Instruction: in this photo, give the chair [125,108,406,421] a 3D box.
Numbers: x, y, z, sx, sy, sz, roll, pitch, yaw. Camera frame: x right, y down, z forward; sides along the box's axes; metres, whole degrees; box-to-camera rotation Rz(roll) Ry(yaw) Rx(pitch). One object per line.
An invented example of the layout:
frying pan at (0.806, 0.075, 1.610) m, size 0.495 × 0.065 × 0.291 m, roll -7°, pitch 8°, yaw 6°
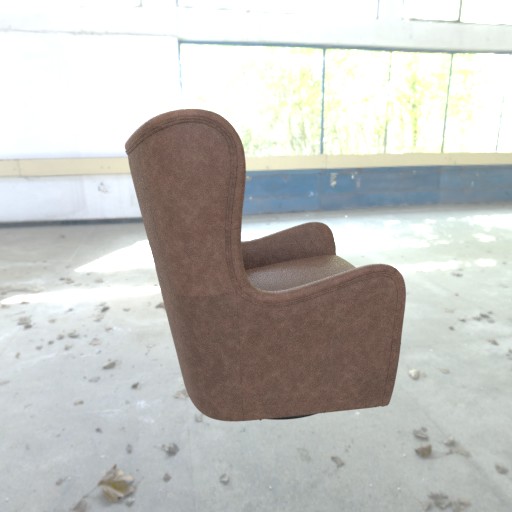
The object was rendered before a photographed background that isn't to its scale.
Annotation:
chair at (0.000, 0.000, 1.759) m, size 0.930 × 1.079 × 0.831 m, roll -3°, pitch 16°, yaw -10°
